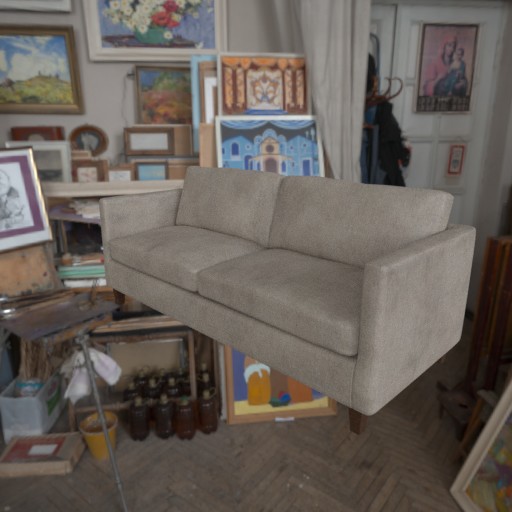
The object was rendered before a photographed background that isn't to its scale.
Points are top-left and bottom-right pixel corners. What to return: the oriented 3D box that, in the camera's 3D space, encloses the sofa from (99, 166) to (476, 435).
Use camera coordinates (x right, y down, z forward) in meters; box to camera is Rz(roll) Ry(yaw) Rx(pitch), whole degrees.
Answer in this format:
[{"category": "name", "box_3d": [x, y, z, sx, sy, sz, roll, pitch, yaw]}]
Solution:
[{"category": "sofa", "box_3d": [0.000, 0.000, 2.703, 2.208, 0.965, 0.951, 16, 23, 42]}]
